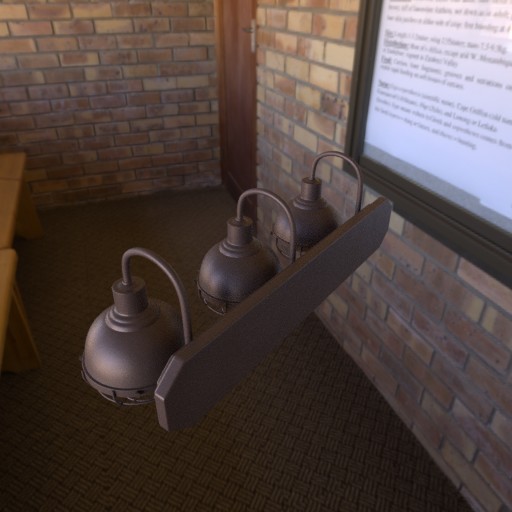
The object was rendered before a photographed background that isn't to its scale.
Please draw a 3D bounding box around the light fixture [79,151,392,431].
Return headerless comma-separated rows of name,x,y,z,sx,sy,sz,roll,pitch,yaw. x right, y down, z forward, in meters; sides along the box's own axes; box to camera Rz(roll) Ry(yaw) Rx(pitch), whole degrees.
light fixture,0.000,0.000,0.763,0.229,0.254,0.634,21,37,31
